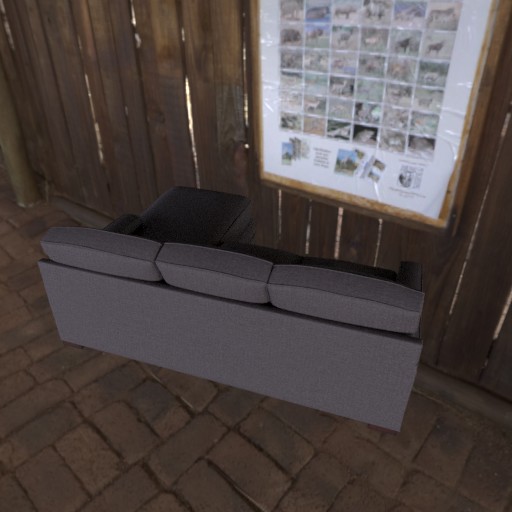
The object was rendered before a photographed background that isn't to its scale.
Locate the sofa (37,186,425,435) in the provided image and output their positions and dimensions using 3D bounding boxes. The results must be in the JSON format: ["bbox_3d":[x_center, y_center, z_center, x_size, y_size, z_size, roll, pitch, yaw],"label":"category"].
[{"bbox_3d":[0.000,0.000,3.345,2.370,0.973,1.790,10,34,16],"label":"sofa"}]
